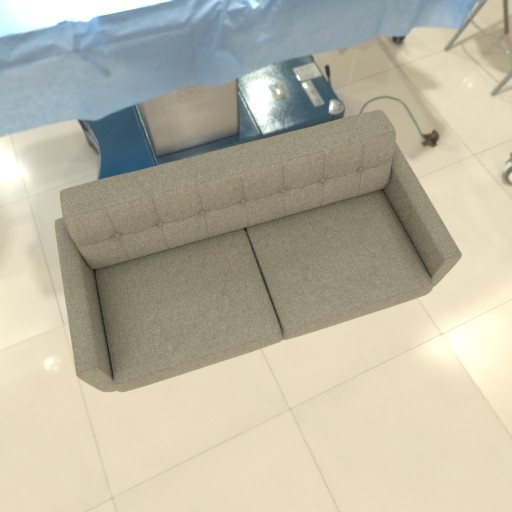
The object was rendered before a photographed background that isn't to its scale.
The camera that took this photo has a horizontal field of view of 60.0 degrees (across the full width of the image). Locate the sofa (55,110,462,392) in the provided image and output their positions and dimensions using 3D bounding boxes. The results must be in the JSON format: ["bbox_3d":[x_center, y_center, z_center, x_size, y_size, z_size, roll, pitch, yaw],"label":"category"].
[{"bbox_3d":[0.000,0.000,2.539,2.055,0.873,0.968,-16,64,-8],"label":"sofa"}]
